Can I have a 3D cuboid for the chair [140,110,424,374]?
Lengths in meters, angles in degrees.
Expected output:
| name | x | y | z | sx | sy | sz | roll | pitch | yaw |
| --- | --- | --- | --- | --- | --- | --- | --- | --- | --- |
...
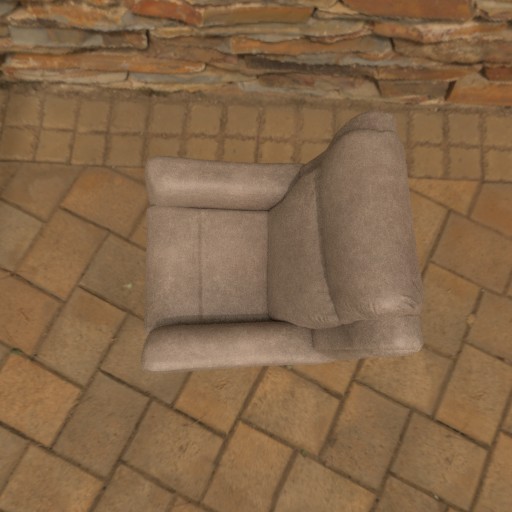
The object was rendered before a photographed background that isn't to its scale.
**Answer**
| name | x | y | z | sx | sy | sz | roll | pitch | yaw |
| --- | --- | --- | --- | --- | --- | --- | --- | --- | --- |
| chair | 0.000 | 0.000 | 1.942 | 1.068 | 1.116 | 0.967 | -2 | 77 | 0 |
